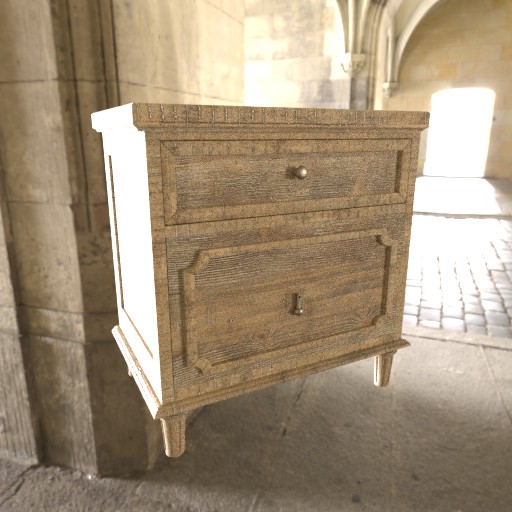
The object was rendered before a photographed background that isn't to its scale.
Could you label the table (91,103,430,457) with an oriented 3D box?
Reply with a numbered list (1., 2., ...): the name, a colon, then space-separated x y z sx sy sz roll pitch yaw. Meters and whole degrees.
1. table: 0.000 0.000 1.153 0.686 0.711 0.457 -8 17 -26
